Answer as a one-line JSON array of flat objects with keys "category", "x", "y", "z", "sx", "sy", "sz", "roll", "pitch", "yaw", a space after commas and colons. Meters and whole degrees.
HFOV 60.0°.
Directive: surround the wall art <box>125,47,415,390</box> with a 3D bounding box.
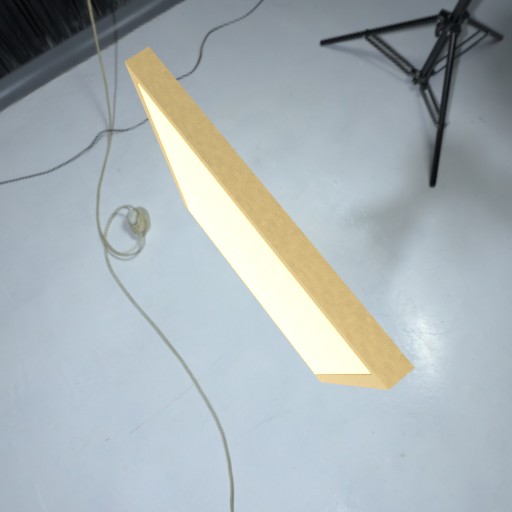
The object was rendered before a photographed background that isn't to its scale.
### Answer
[{"category": "wall art", "x": 0.000, "y": 0.000, "z": 1.934, "sx": 0.095, "sy": 1.284, "sz": 1.284, "roll": -36, "pitch": 78, "yaw": -9}]
